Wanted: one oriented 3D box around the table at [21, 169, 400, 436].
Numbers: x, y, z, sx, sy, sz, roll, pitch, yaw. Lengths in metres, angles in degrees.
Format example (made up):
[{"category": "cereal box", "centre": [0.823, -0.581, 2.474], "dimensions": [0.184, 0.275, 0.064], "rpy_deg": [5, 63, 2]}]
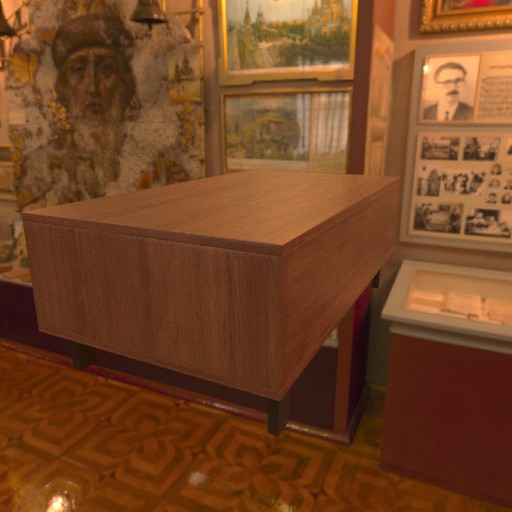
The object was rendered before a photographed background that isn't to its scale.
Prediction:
[{"category": "table", "centre": [0.000, 0.000, 1.272], "dimensions": [0.600, 0.380, 1.020], "rpy_deg": [8, 18, 26]}]
